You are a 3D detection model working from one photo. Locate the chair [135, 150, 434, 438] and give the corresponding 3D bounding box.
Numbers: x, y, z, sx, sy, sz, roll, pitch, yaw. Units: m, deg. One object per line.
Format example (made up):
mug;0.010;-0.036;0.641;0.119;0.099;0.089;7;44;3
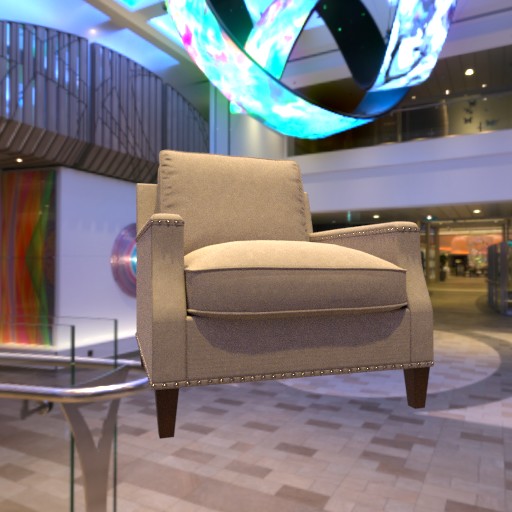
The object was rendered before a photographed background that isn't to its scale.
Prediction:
chair;0.000;0.000;1.683;0.853;0.943;1.014;0;-1;-18
